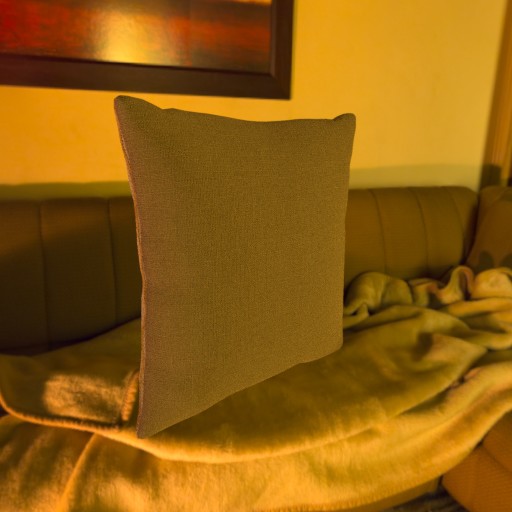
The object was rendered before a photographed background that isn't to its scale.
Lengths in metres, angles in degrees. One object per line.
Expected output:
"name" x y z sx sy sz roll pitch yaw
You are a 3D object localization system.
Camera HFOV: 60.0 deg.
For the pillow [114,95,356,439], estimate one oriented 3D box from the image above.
"pillow" 0.000 0.000 0.675 0.429 0.436 0.159 -13 20 -41
